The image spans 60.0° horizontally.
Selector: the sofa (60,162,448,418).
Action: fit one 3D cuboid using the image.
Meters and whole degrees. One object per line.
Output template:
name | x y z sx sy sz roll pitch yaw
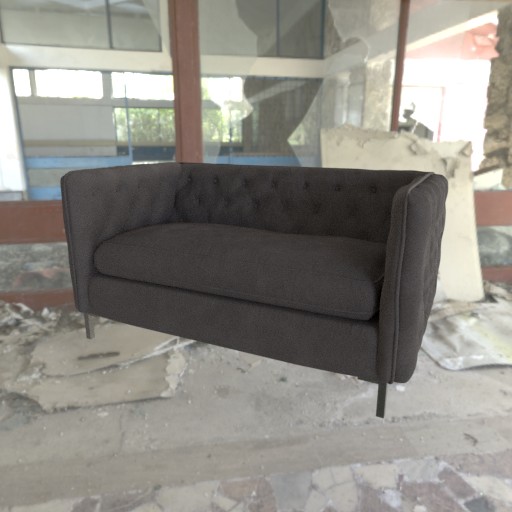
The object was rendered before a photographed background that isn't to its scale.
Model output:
sofa | 0.000 0.000 2.106 1.583 0.810 0.909 8 17 25
